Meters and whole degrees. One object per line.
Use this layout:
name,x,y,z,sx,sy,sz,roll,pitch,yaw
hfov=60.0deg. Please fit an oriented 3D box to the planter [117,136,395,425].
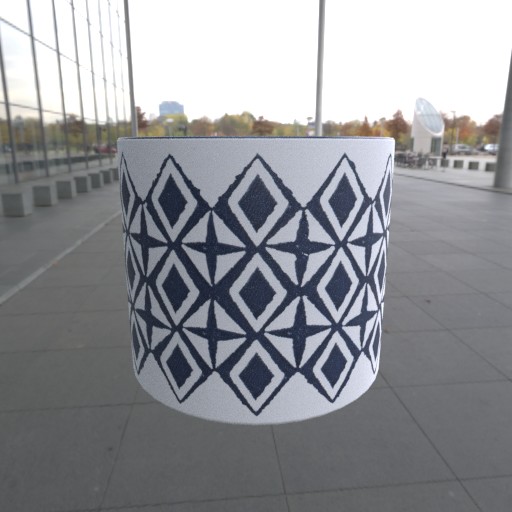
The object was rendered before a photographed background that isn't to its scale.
planter,0.000,0.000,0.395,0.224,0.203,0.224,0,14,0
